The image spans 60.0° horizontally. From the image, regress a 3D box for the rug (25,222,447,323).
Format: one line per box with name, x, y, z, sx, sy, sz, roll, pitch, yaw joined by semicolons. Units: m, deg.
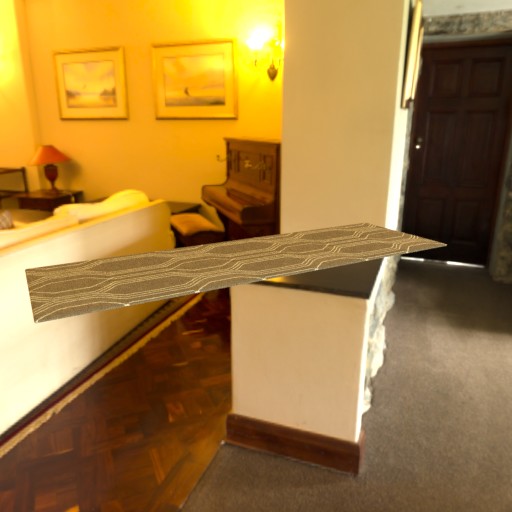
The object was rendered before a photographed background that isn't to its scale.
rug;0.000;0.000;2.675;2.464;0.012;0.773;-9;19;-28
